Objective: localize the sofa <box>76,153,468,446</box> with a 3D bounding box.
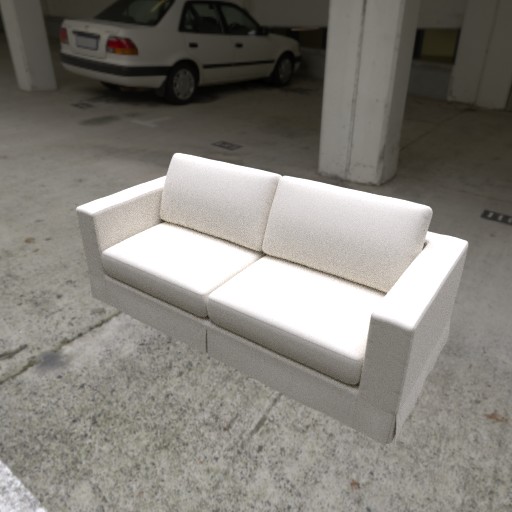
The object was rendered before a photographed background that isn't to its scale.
[{"bbox_3d":[0.000,0.000,2.669,2.163,0.881,0.954,18,33,31],"label":"sofa"}]
